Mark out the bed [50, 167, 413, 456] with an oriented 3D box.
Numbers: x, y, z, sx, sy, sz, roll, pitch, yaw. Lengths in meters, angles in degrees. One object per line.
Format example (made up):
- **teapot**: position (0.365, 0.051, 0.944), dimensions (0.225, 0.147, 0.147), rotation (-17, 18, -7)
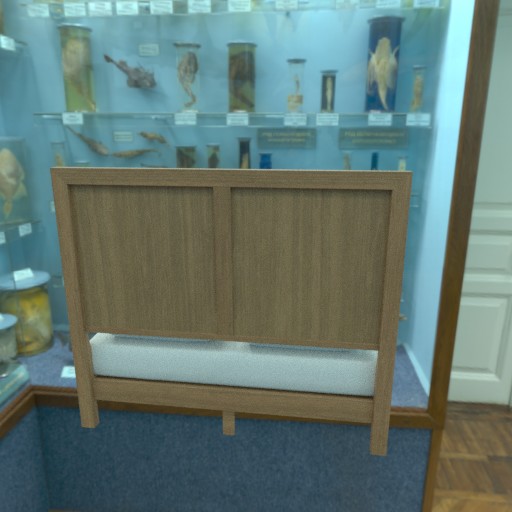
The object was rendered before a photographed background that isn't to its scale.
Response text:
- **bed**: position (0.000, 0.000, 3.156), dimensions (1.606, 1.387, 2.184), rotation (2, 16, 8)
